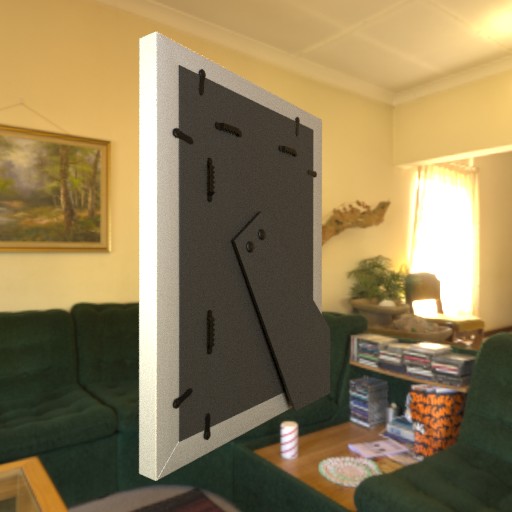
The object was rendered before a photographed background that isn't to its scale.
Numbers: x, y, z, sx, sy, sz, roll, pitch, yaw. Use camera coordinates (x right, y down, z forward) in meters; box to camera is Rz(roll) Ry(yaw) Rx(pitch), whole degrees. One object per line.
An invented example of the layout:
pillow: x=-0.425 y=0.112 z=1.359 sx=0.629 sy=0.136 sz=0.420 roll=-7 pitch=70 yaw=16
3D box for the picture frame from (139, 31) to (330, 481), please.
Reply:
picture frame: x=0.000 y=0.000 z=0.508 sx=0.036 sy=0.386 sz=0.307 roll=0 pitch=0 yaw=36
